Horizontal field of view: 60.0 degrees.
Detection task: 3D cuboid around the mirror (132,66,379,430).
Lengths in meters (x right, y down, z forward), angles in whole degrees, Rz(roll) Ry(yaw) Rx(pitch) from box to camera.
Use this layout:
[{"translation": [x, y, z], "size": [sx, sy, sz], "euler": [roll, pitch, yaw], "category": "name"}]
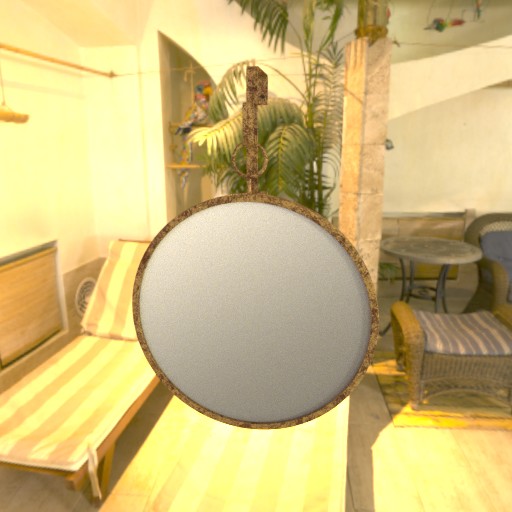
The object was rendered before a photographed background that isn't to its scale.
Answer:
[{"translation": [0.000, 0.000, 0.828], "size": [0.447, 0.651, 0.144], "euler": [3, 15, 10], "category": "mirror"}]
